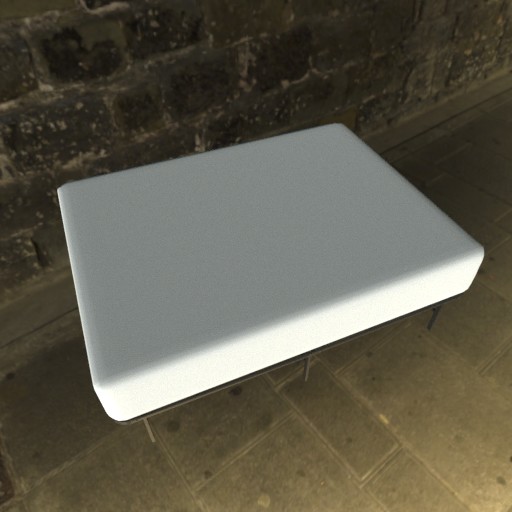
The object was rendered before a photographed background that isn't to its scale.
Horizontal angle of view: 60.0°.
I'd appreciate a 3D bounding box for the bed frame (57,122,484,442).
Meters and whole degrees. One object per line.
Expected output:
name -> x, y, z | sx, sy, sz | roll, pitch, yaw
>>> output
bed frame -> 0.000, 0.000, 2.749 | 2.037, 0.677, 1.528 | -17, 47, -16
